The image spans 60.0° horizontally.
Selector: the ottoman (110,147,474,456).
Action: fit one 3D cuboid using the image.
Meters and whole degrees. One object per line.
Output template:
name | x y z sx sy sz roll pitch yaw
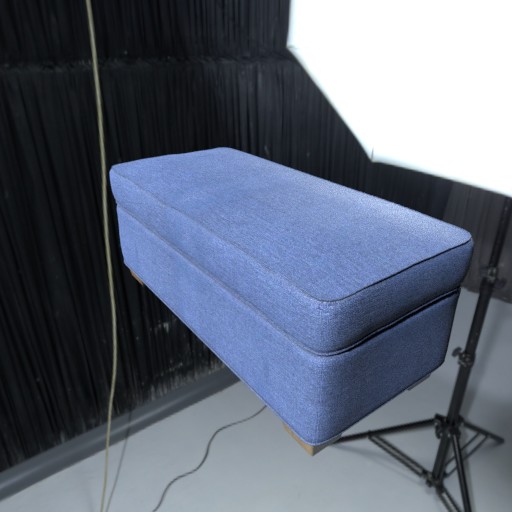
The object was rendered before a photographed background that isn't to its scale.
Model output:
ottoman | 0.000 0.000 1.379 0.515 0.460 1.110 -18 32 -32
